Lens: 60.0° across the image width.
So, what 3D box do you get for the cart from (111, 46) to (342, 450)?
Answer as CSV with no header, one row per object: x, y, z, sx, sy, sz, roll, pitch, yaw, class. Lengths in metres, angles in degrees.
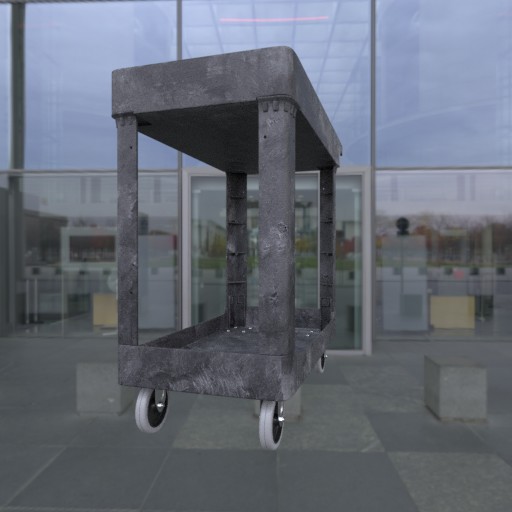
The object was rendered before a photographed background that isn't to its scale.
0.000,0.000,1.333,0.420,0.824,0.877,0,1,17,cart
